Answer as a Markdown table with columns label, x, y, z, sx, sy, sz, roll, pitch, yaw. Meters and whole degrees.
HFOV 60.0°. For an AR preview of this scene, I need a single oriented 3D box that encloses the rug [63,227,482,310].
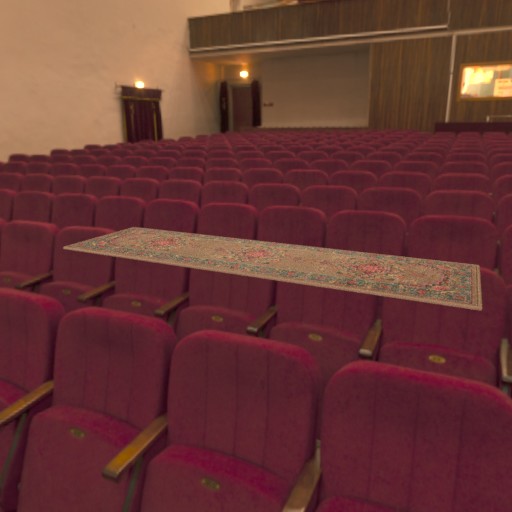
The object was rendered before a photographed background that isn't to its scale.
| label | x | y | z | sx | sy | sz | roll | pitch | yaw |
| --- | --- | --- | --- | --- | --- | --- | --- | --- | --- |
| rug | 0.000 | 0.000 | 2.518 | 2.297 | 0.019 | 0.659 | 7 | 17 | 24 |
